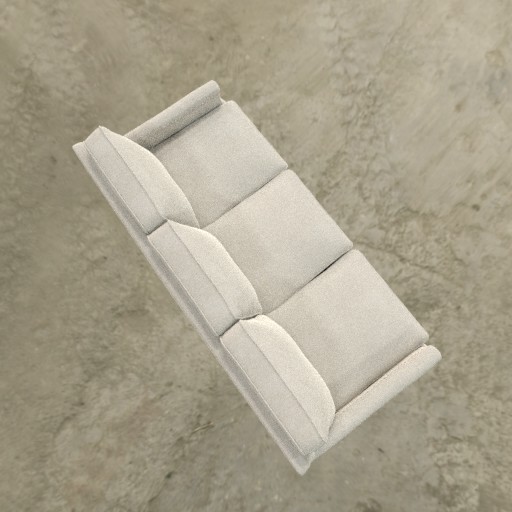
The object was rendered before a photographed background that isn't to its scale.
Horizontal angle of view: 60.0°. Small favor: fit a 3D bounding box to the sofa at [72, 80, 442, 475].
[{"bbox_3d":[0.000,0.000,2.743,1.084,1.003,2.246,-35,77,-9],"label":"sofa"}]
